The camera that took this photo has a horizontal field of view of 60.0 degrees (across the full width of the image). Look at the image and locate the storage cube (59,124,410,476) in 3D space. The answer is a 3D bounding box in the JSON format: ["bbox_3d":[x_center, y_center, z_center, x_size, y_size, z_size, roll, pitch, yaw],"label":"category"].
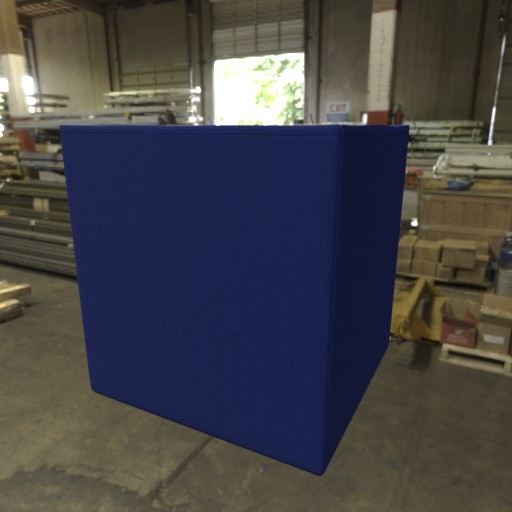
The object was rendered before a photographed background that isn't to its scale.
[{"bbox_3d":[0.000,0.000,0.493,0.270,0.280,0.270,8,18,27],"label":"storage cube"}]
